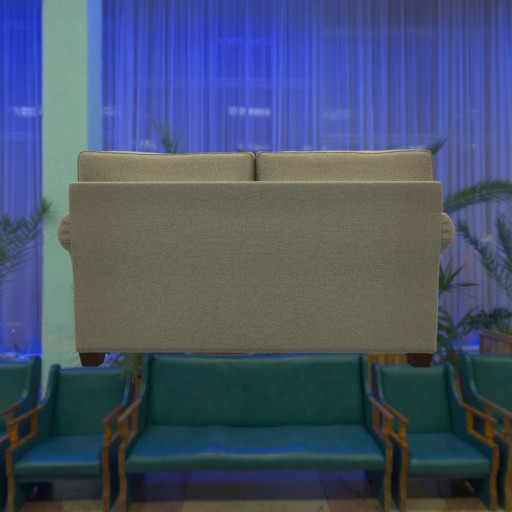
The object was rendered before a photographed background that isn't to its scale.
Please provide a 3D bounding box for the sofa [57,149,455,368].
[{"bbox_3d":[0.000,0.000,2.274,1.701,0.966,0.966,0,-1,1],"label":"sofa"}]
